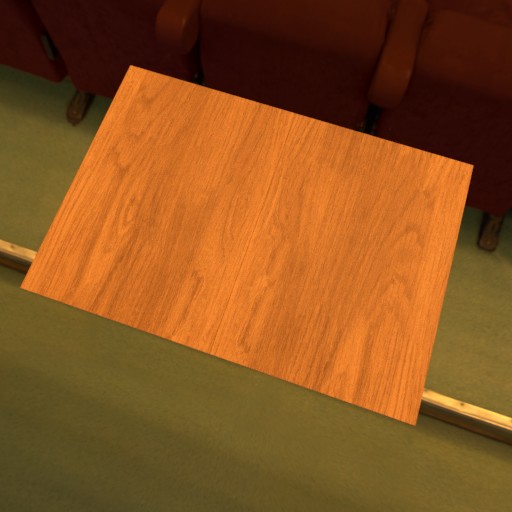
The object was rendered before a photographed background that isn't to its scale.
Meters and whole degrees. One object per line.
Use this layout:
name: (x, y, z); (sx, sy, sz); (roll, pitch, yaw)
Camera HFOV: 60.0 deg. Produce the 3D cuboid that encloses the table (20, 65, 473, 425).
table: (0.000, 0.000, 1.856); (1.300, 0.770, 0.900); (18, 75, 5)
